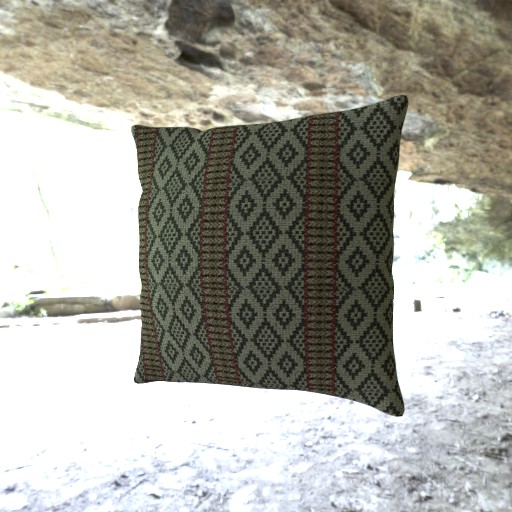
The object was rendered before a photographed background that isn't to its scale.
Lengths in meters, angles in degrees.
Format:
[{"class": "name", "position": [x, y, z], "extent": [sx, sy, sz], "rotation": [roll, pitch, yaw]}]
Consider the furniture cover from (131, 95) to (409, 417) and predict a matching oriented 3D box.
[{"class": "furniture cover", "position": [0.000, 0.000, 0.781], "extent": [0.503, 0.506, 0.182], "rotation": [1, 2, 19]}]
